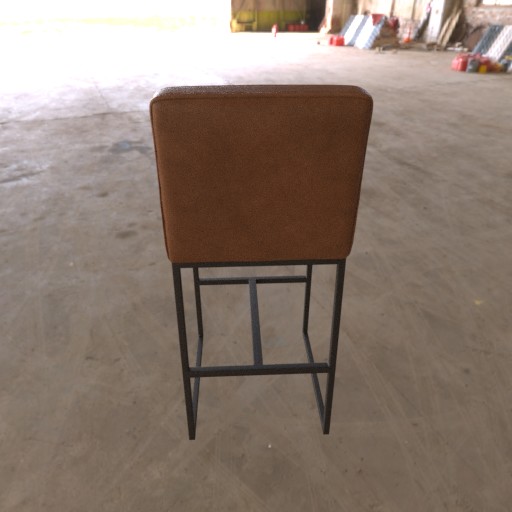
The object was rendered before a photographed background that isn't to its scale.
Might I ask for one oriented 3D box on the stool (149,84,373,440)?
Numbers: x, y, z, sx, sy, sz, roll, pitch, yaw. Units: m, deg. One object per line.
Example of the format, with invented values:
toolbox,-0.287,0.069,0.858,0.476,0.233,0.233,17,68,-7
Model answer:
stool,0.000,0.000,1.318,0.458,1.040,0.556,-1,31,-2
